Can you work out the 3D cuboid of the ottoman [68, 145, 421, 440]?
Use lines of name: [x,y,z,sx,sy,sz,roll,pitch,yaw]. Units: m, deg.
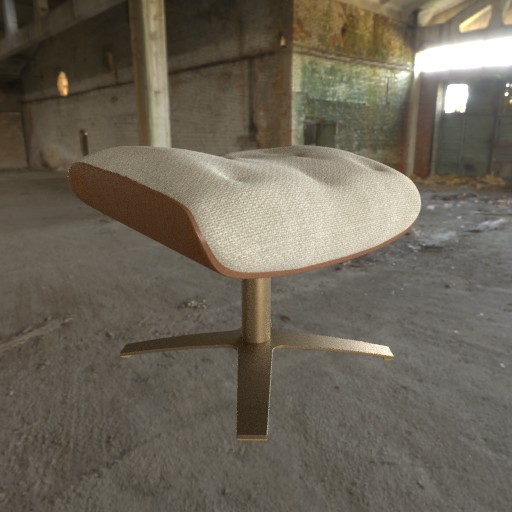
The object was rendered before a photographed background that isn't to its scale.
ottoman: [0.000,0.000,0.809,0.520,0.391,0.394,-13,19,-42]
